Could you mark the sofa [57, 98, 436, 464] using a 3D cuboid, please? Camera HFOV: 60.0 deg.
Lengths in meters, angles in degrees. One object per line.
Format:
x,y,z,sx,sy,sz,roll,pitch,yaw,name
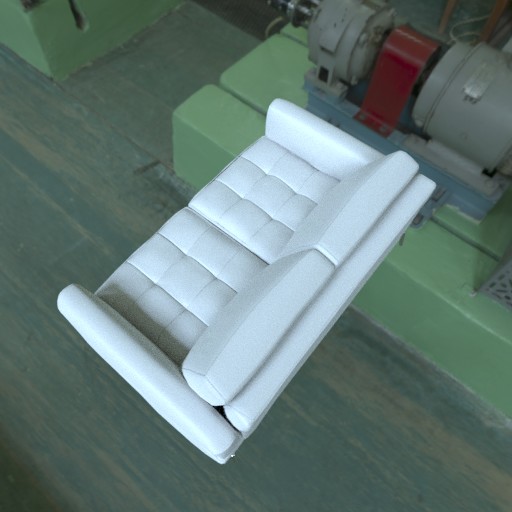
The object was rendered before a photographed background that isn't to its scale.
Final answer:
0.000,0.000,2.392,1.121,0.930,1.819,36,68,17,sofa
